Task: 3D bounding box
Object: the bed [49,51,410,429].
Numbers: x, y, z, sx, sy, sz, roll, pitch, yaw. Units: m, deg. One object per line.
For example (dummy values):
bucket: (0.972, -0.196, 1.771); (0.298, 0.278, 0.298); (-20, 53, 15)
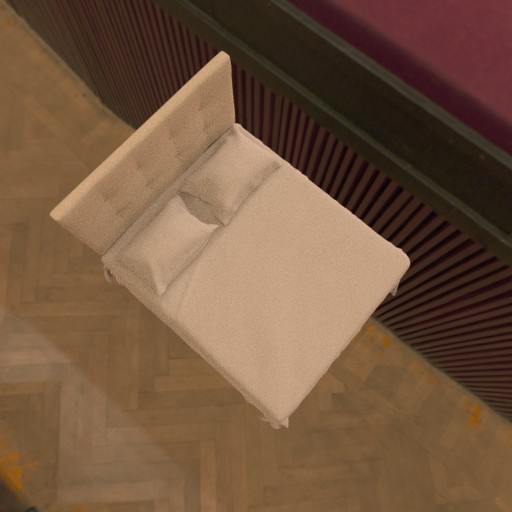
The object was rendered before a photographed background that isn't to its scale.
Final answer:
bed: (0.000, 0.000, 3.514); (2.222, 1.577, 1.936); (40, 79, 10)
